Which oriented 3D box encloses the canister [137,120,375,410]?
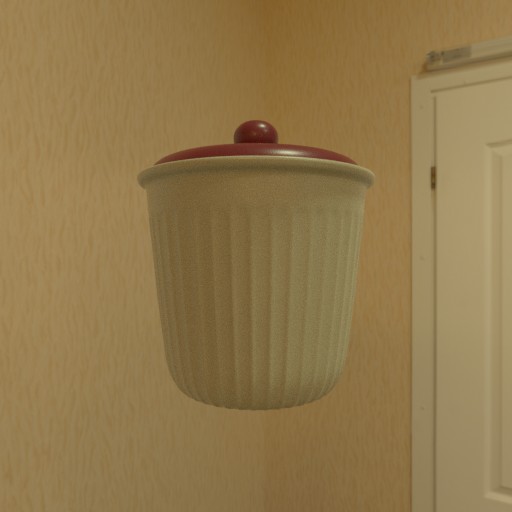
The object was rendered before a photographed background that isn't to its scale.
[{"bbox_3d":[0.000,0.000,0.349,0.181,0.211,0.181,0,0,0],"label":"canister"}]
